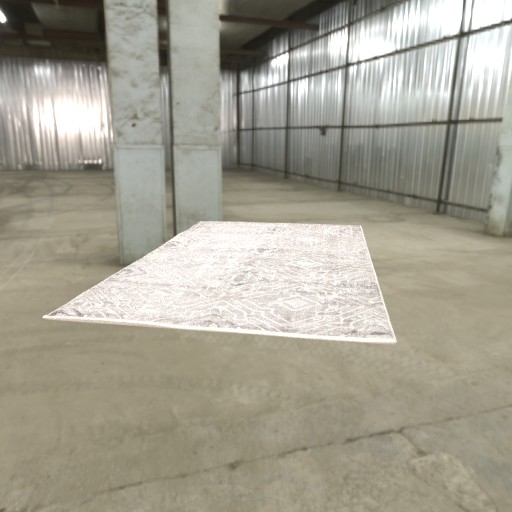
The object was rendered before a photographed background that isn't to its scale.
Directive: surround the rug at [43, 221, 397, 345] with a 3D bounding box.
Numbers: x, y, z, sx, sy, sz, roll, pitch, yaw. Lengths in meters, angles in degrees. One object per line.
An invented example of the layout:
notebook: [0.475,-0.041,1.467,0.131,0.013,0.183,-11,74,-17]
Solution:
rug: [0.000,0.000,3.015,1.537,0.036,2.447,2,15,9]
